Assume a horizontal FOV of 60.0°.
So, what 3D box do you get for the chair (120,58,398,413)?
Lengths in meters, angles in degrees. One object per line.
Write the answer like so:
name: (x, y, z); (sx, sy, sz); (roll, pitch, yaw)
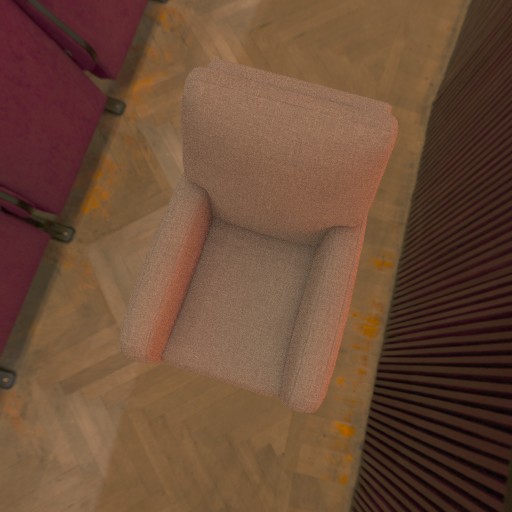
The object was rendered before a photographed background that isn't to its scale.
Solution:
chair: (0.000, 0.000, 1.673); (0.762, 0.990, 0.990); (16, 77, 4)
